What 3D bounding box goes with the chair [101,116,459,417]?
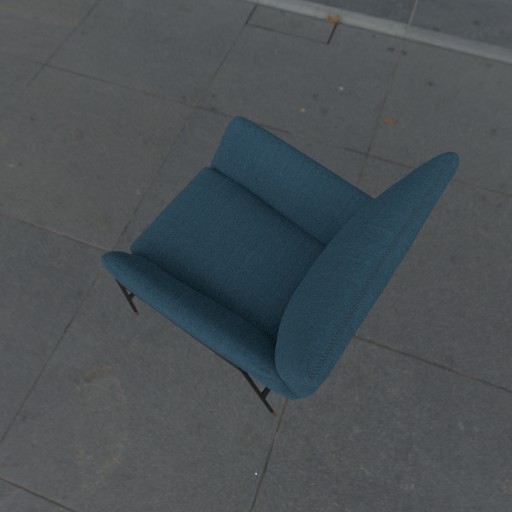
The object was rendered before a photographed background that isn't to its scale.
[{"bbox_3d":[0.000,0.000,1.413,0.769,0.859,0.678,32,68,15],"label":"chair"}]
